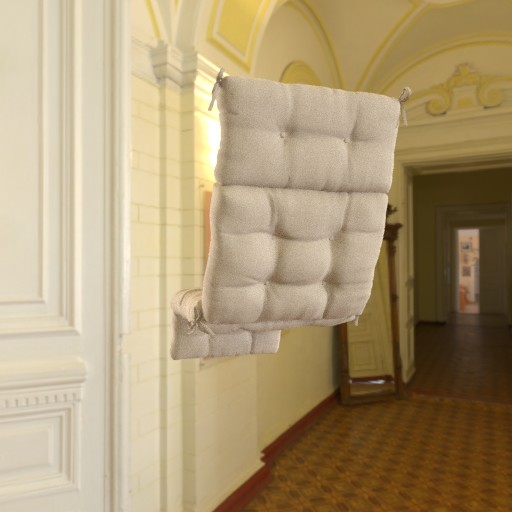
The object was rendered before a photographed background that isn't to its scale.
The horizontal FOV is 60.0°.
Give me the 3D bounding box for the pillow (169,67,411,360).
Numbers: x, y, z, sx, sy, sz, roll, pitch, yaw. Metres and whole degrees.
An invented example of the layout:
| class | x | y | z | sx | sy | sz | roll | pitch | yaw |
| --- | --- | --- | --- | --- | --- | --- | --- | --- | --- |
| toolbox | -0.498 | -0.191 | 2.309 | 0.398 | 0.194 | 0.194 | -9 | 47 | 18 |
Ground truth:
| class | x | y | z | sx | sy | sz | roll | pitch | yaw |
| --- | --- | --- | --- | --- | --- | --- | --- | --- | --- |
| pillow | 0.000 | 0.000 | 1.505 | 0.526 | 0.863 | 1.016 | 0 | -1 | -17 |
